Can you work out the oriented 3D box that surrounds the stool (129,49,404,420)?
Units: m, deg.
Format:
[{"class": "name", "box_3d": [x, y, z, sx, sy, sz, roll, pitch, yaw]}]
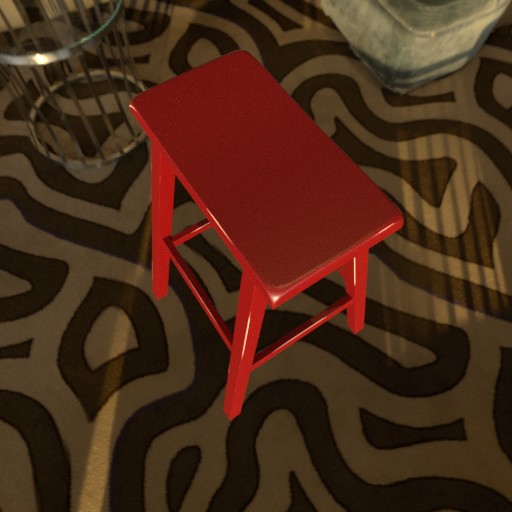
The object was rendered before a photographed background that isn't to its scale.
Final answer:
[{"class": "stool", "box_3d": [0.000, 0.000, 1.035, 0.476, 0.737, 0.457, -31, 67, -14]}]
